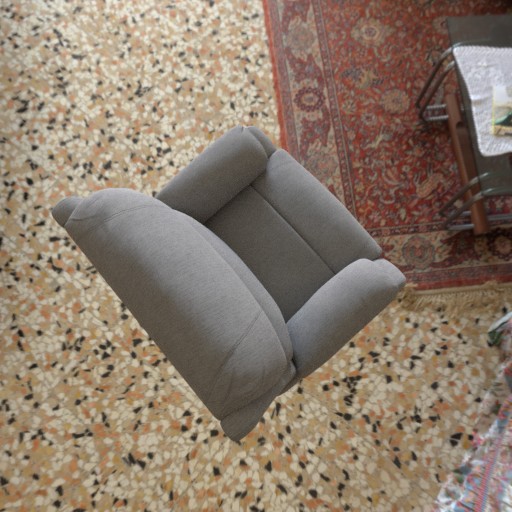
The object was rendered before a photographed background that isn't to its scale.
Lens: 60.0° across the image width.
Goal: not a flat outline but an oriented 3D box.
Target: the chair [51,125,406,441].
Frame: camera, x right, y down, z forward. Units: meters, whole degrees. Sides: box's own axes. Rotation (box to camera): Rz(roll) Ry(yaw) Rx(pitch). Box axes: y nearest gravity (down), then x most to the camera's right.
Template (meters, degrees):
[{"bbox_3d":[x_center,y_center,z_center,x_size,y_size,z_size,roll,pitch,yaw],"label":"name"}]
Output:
[{"bbox_3d":[0.000,0.000,1.696,0.899,1.011,0.930,-40,78,-10],"label":"chair"}]
